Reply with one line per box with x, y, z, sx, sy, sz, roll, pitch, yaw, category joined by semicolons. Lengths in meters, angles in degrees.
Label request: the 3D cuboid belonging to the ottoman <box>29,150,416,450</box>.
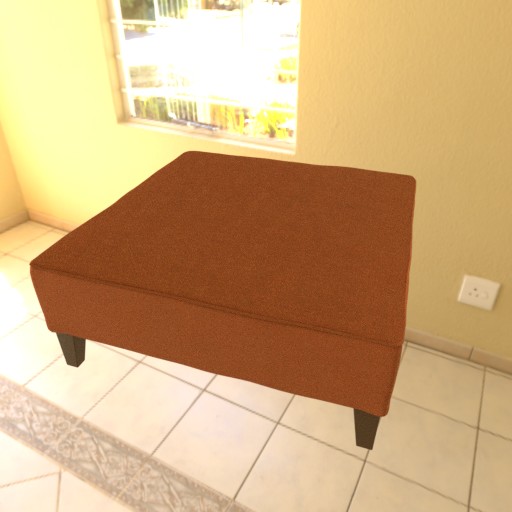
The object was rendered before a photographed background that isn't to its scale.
0.000;0.000;1.543;0.997;0.438;0.999;10;34;16;ottoman
